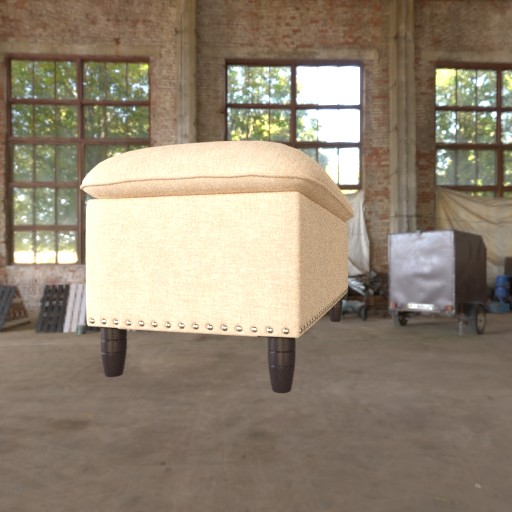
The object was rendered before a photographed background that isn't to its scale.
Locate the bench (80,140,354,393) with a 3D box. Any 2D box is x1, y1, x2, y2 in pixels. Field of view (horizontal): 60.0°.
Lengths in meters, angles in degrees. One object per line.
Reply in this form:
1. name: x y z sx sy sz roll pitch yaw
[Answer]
1. bench: 0.000 0.000 1.263 0.483 0.483 0.991 0 1 17
